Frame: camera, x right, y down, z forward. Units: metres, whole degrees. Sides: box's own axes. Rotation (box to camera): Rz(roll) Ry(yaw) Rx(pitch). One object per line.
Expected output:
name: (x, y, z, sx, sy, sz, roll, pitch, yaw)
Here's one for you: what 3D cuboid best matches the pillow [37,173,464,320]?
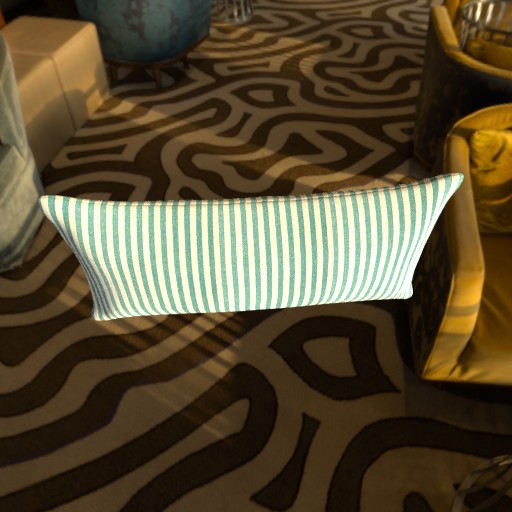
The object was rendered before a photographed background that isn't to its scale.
pillow: (0.000, 0.000, 0.742, 0.617, 0.295, 0.151, -4, 47, -3)
